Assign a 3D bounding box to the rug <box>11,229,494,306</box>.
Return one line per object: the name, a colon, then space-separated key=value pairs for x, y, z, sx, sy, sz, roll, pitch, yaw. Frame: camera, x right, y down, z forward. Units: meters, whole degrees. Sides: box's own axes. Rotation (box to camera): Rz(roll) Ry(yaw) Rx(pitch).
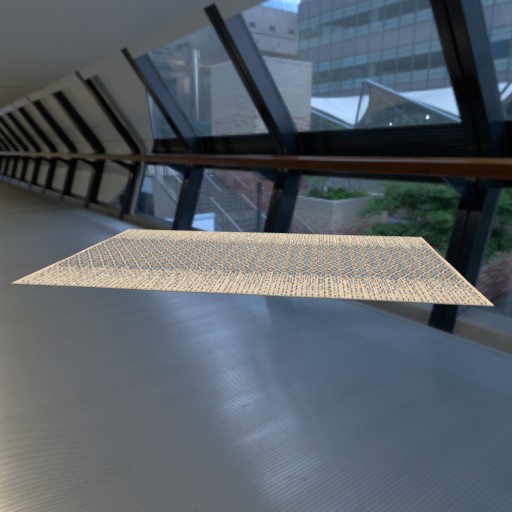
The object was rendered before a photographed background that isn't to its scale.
rug: x=0.000 y=0.000 z=2.957 sx=2.448 sy=0.008 sz=1.541 roll=2 pitch=15 yaw=8
